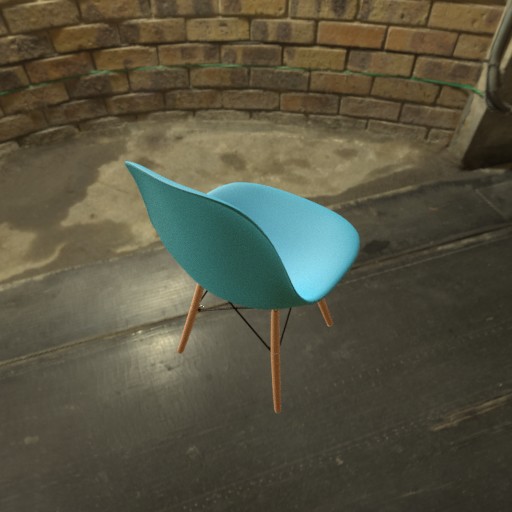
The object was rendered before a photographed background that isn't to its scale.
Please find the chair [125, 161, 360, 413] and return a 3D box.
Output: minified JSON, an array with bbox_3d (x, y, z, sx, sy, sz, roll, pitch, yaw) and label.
[{"bbox_3d":[0.000,0.000,1.162,0.470,0.826,0.531,25,52,21],"label":"chair"}]
